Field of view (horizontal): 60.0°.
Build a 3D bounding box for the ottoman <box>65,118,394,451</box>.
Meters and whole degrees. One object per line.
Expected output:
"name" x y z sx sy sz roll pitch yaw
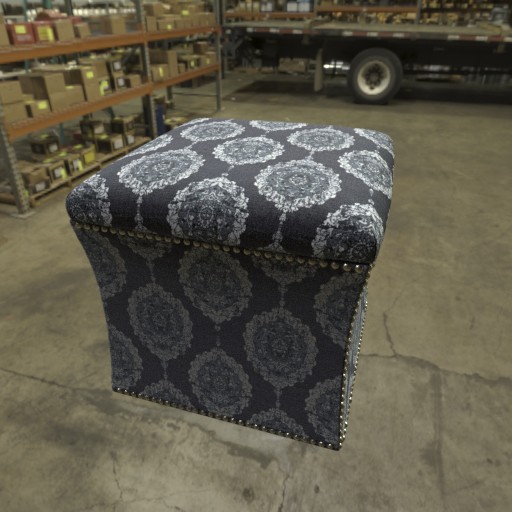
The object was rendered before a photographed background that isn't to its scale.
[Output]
"ottoman" 0.000 0.000 0.922 0.497 0.475 0.507 9 31 15
